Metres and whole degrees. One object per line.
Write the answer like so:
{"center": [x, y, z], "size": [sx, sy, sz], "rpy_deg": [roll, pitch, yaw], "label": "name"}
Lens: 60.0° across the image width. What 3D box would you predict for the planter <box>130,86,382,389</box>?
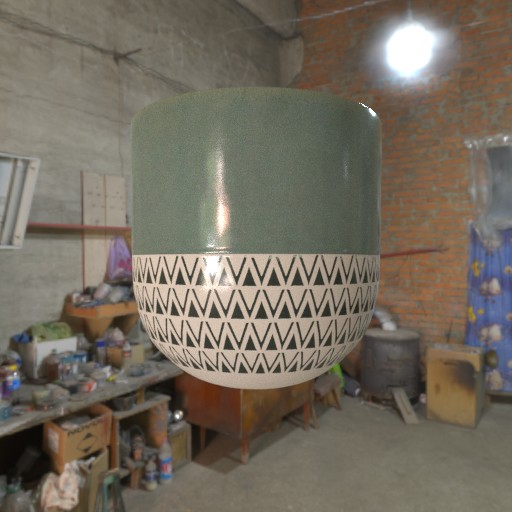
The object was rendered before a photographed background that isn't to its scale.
{"center": [0.000, 0.000, 0.486], "size": [0.266, 0.270, 0.266], "rpy_deg": [0, -1, 0], "label": "planter"}
